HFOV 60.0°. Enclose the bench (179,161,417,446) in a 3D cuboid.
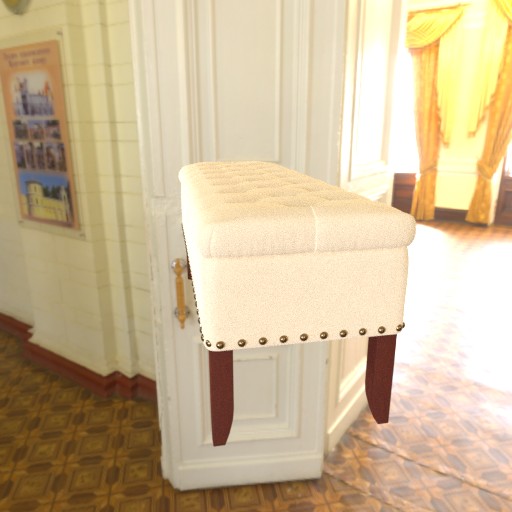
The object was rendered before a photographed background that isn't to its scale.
[{"bbox_3d":[0.000,0.000,1.303,0.400,0.470,1.054,-3,17,-11],"label":"bench"}]
